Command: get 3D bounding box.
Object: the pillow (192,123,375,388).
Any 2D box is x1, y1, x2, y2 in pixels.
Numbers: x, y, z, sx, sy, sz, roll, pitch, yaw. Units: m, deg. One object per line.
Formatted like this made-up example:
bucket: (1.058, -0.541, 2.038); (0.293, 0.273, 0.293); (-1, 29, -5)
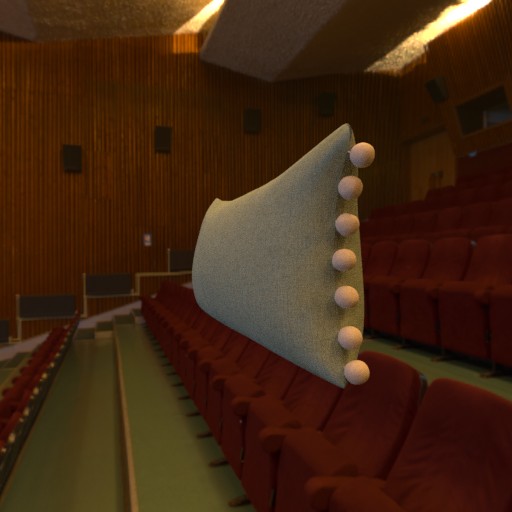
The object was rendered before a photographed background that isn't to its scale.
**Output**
pillow: (0.000, 0.000, 0.839); (0.201, 0.322, 0.709); (0, 0, -19)
